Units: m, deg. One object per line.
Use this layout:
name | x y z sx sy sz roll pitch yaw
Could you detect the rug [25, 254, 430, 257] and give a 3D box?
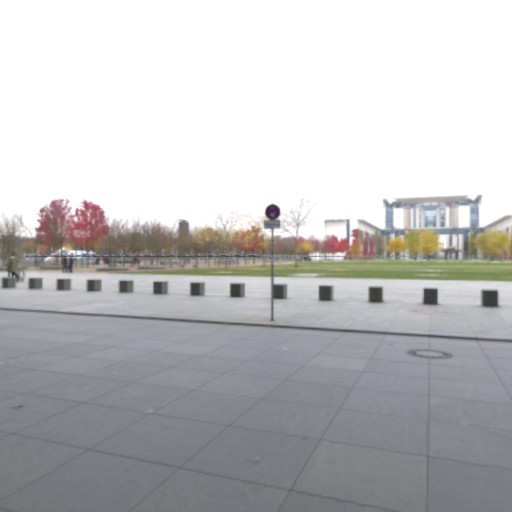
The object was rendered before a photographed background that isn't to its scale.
rug | 0.000 0.000 4.438 2.471 0.016 3.416 0 0 37
